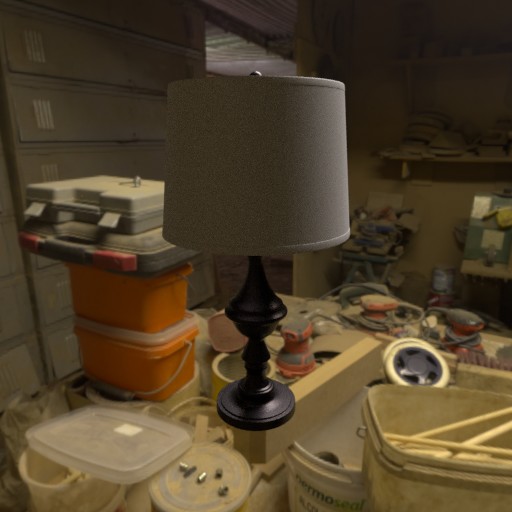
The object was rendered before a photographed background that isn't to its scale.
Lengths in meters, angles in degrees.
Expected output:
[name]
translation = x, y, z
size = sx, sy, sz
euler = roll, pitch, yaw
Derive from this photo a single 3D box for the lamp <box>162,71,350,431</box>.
[lamp]
translation = 0.000, 0.000, 0.937
size = 0.383, 0.726, 0.383
euler = 0, 16, 0
